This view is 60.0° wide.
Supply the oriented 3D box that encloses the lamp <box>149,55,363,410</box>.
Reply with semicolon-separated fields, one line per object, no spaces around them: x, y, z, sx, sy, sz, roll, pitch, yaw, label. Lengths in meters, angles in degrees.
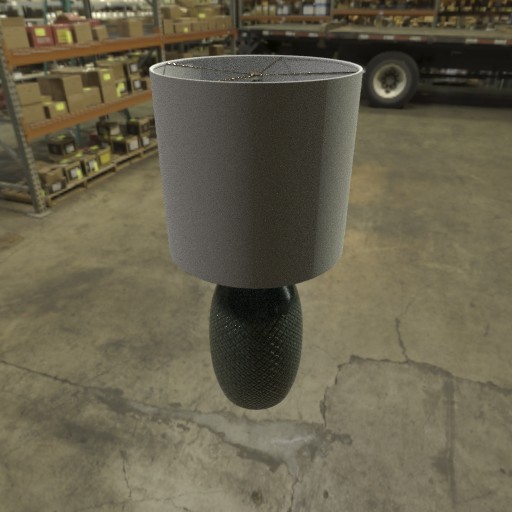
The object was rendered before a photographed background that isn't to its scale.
0.000;0.000;0.571;0.217;0.453;0.217;10;31;17;lamp
